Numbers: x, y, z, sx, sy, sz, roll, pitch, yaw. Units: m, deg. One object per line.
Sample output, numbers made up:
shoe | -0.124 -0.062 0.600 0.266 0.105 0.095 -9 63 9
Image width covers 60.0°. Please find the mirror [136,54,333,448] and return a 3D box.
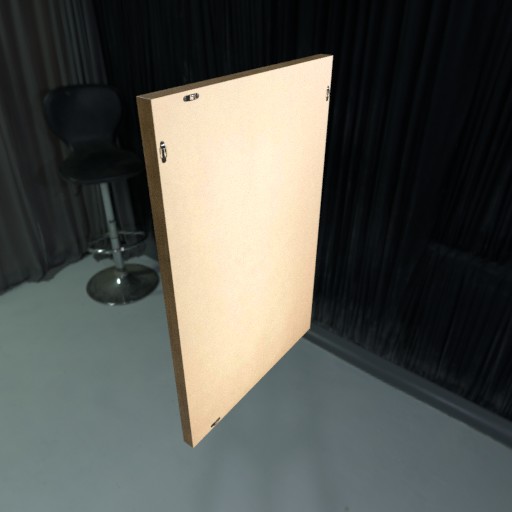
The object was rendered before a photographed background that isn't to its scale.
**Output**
mirror | 0.000 0.000 1.174 0.041 0.915 0.609 22 38 31
